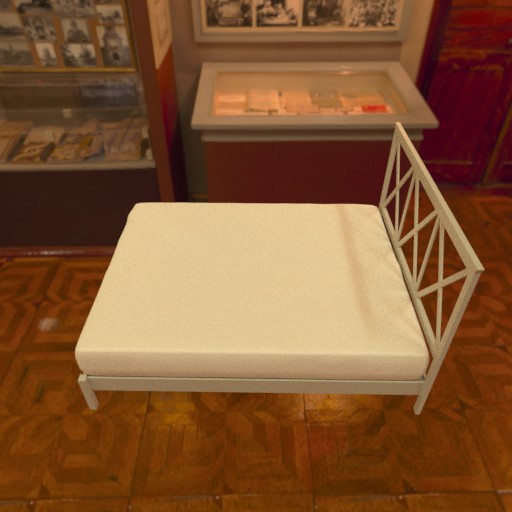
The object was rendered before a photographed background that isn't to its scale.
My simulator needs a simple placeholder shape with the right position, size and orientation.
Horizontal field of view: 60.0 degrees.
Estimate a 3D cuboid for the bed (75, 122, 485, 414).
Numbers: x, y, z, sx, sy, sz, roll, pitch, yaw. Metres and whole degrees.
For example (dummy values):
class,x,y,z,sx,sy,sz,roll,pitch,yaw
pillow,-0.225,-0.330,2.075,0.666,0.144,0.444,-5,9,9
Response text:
class,x,y,z,sx,sy,sz,roll,pitch,yaw
bed,0.000,0.000,3.097,2.135,1.253,1.673,1,40,1
